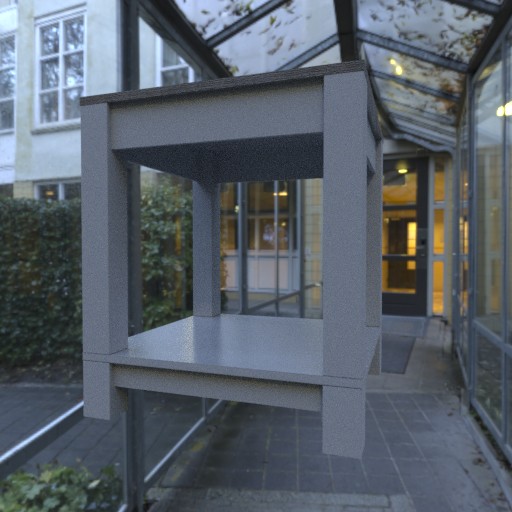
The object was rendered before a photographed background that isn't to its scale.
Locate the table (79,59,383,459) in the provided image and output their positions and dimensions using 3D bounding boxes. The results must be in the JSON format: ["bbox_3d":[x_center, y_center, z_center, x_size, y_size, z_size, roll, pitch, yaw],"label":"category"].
[{"bbox_3d":[0.000,0.000,0.971,0.506,0.587,0.504,1,2,19],"label":"table"}]
